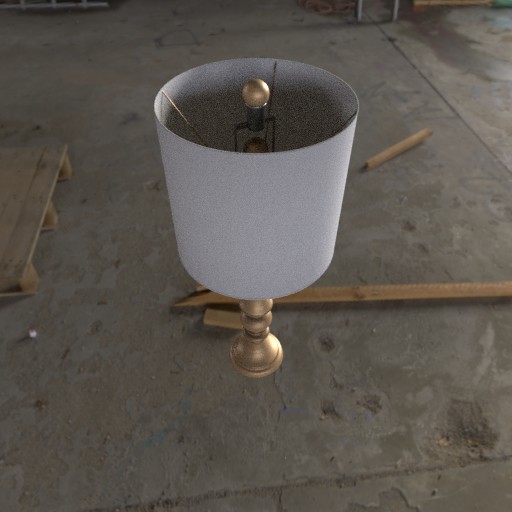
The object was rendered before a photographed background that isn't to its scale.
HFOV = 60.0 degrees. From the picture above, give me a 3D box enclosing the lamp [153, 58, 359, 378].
[{"bbox_3d":[0.000,0.000,0.742,0.250,0.597,0.250,9,46,9],"label":"lamp"}]
